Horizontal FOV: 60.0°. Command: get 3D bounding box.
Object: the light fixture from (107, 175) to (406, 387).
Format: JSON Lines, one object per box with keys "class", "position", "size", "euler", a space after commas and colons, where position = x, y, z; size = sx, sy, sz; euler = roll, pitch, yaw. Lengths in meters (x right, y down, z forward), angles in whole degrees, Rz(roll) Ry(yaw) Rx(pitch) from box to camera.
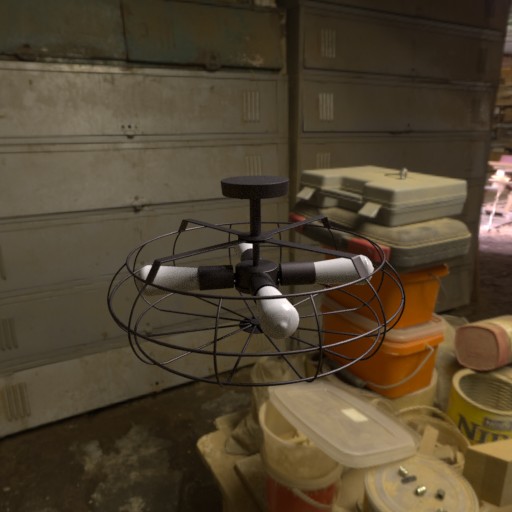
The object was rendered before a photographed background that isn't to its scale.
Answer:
{"class": "light fixture", "position": [0.000, 0.000, 0.900], "size": [0.582, 0.311, 0.582], "euler": [0, 17, 0]}
